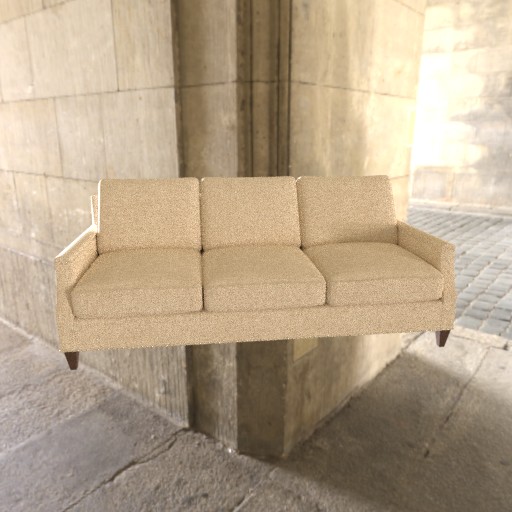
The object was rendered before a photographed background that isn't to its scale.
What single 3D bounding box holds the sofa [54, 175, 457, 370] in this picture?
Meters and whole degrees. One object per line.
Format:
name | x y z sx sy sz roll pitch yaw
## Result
sofa | 0.000 0.000 2.848 2.210 0.940 1.041 -2 16 -7
